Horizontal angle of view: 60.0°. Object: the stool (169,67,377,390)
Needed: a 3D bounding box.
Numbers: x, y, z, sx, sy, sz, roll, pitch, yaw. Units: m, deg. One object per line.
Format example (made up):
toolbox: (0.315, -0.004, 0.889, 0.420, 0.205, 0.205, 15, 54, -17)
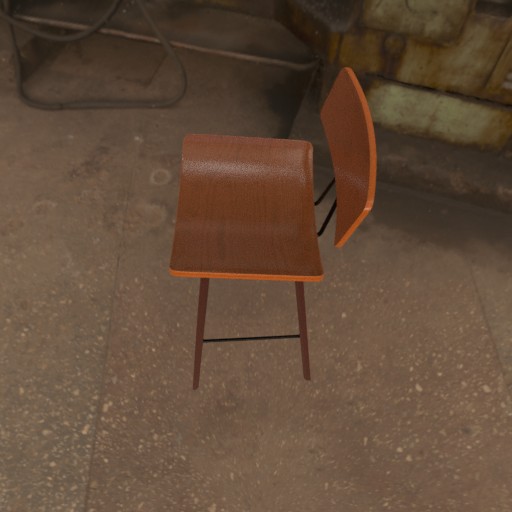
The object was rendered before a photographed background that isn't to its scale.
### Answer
stool: (0.000, 0.000, 1.249, 0.440, 0.969, 0.509, 0, 60, 0)
